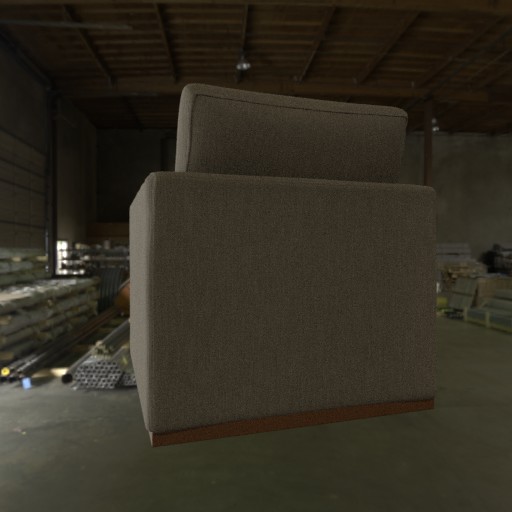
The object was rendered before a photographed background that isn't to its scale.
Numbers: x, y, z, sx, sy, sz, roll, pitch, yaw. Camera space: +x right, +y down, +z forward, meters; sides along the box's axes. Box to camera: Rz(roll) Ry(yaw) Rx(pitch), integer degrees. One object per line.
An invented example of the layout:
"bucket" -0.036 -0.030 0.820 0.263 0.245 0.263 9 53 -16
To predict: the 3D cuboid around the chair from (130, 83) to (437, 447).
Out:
"chair" 0.000 0.000 1.436 0.763 0.811 0.834 0 1 -18
